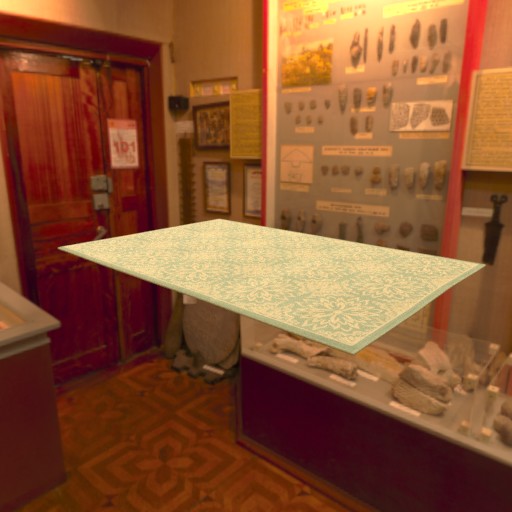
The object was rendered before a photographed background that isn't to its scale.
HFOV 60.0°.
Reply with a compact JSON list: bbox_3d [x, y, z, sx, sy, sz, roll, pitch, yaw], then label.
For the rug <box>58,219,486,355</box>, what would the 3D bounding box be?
[{"bbox_3d":[0.000,0.000,3.380,2.746,0.018,1.819,13,20,41],"label":"rug"}]
